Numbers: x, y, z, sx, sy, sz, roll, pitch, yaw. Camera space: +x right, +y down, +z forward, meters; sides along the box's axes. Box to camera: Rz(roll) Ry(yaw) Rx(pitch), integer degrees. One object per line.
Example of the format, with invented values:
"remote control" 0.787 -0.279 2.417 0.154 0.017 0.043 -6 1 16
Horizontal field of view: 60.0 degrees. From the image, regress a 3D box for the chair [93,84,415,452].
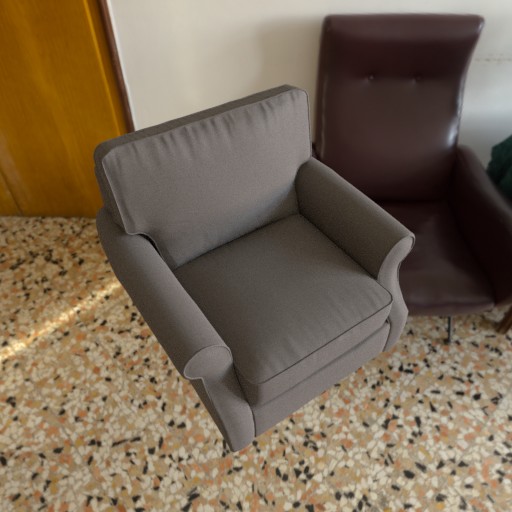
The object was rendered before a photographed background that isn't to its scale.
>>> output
"chair" 0.000 0.000 1.761 1.029 0.967 0.966 -26 51 -23
